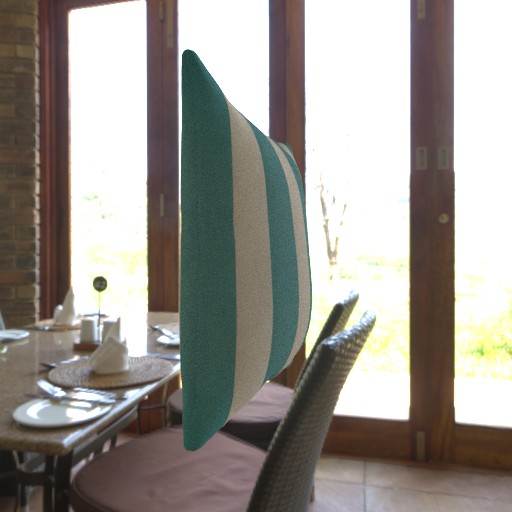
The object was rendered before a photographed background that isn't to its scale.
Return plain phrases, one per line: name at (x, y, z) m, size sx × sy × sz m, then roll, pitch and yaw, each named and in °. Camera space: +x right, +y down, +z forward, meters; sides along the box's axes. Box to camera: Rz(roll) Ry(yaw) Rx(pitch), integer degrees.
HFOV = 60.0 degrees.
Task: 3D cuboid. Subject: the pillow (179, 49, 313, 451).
pillow at (0.000, 0.000, 0.807) m, size 0.189 × 0.526 × 0.536 m, roll 0°, pitch 0°, yaw 17°
